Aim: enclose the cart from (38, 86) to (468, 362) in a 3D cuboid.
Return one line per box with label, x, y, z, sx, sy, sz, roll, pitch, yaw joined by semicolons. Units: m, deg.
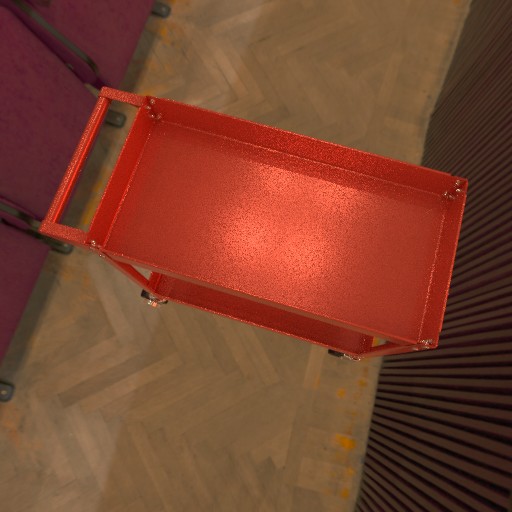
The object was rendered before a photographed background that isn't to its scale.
cart;0.000;0.000;1.190;0.779;0.719;0.366;16;76;4
